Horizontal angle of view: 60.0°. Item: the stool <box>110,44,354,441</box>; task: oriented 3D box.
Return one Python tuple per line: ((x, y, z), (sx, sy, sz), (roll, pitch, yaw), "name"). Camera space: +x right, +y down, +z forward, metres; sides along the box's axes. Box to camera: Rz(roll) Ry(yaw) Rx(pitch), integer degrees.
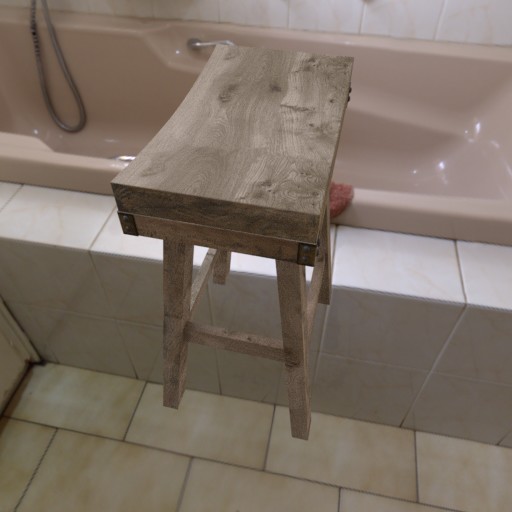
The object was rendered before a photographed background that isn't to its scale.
((0.000, 0.000, 0.887), (0.330, 0.635, 0.450), (10, 47, 9), "stool")
